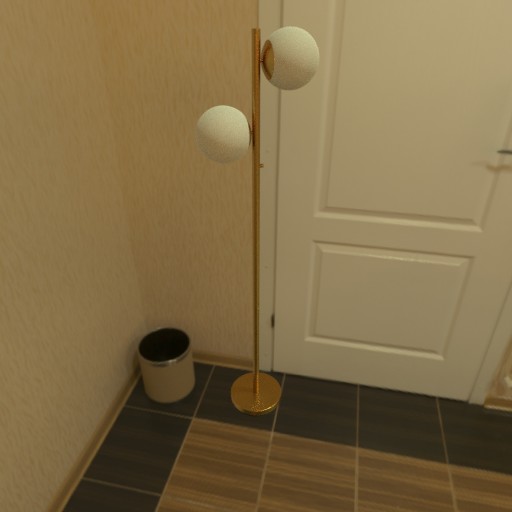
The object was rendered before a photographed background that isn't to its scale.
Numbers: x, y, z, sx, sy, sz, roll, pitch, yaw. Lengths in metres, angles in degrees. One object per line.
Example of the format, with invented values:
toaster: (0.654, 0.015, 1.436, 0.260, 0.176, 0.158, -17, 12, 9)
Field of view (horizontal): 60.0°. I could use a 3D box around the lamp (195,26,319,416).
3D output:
lamp: (0.000, 0.000, 1.786, 0.419, 1.641, 0.249, -9, 32, -15)
